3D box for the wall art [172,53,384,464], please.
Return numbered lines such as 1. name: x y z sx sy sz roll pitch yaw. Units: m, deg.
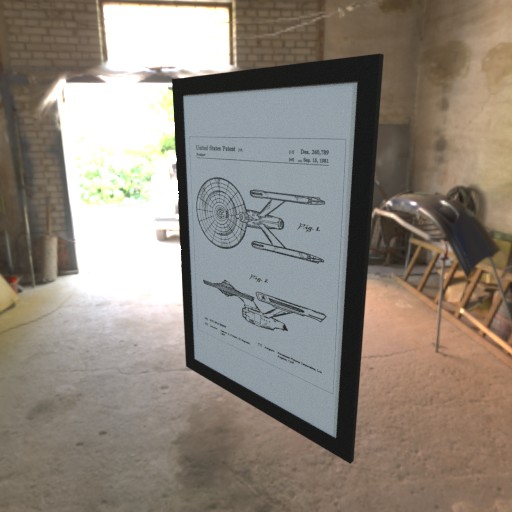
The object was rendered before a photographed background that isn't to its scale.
1. wall art: 0.000 0.000 0.678 0.379 0.530 0.008 15 22 42
